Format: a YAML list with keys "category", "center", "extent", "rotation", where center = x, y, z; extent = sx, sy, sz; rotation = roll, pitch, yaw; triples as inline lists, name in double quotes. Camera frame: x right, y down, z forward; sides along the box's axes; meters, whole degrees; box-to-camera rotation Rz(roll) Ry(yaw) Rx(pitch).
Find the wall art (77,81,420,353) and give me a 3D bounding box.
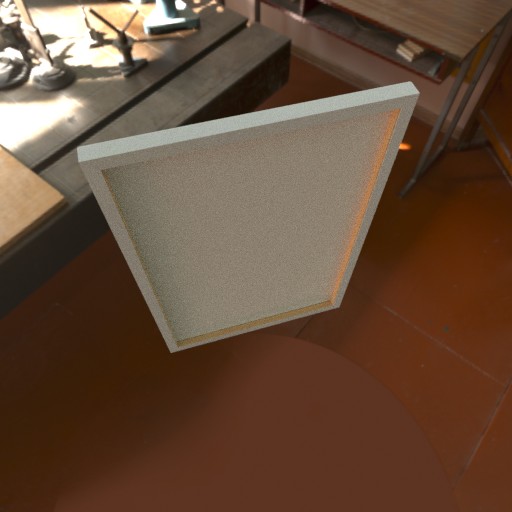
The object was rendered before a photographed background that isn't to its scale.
- category: "wall art"
  center: [0.000, 0.000, 1.157]
  extent: [0.607, 0.912, 0.038]
  rotation: [-14, 59, -8]
